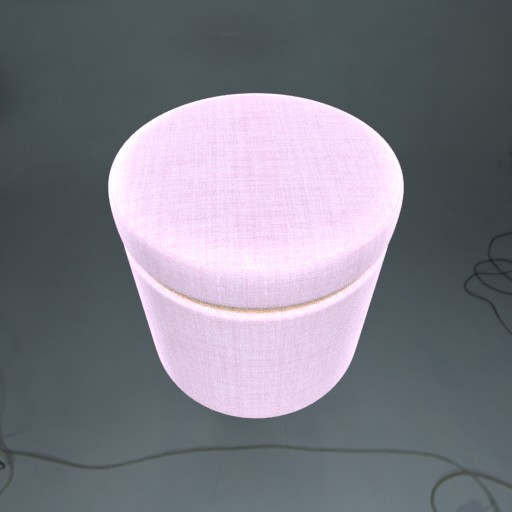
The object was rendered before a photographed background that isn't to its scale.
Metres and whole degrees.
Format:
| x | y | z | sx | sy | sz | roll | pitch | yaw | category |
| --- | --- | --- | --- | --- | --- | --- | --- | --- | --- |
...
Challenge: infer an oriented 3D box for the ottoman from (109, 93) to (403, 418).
| x | y | z | sx | sy | sz | roll | pitch | yaw | category |
| --- | --- | --- | --- | --- | --- | --- | --- | --- | --- |
| 0.000 | 0.000 | 0.742 | 0.400 | 0.406 | 0.400 | 0 | 47 | 0 | ottoman |
